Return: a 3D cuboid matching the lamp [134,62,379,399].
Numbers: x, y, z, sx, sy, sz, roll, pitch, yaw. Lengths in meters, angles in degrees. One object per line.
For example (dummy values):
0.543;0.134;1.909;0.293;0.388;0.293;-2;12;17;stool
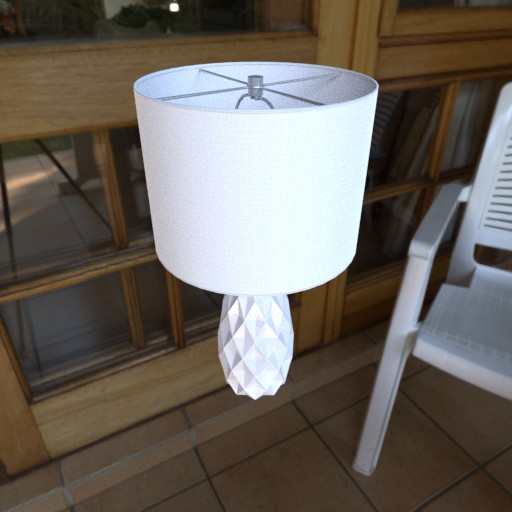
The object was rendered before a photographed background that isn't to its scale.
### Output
0.000;0.000;0.686;0.297;0.522;0.297;0;32;0;lamp
